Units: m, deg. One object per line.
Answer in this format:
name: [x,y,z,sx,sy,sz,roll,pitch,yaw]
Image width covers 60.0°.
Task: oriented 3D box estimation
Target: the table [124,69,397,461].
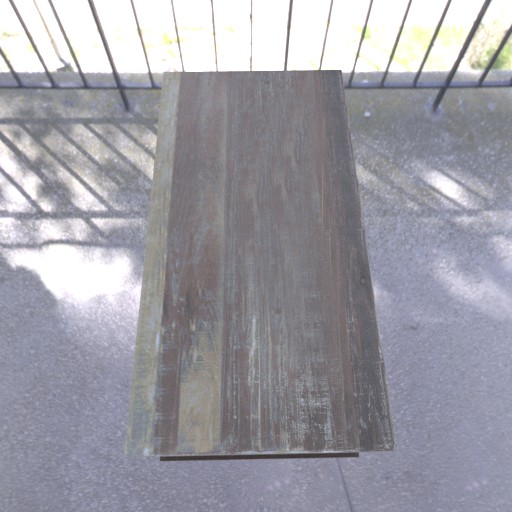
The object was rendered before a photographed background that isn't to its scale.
table: [0.000,0.000,1.317,0.554,0.399,1.088,-1,64,0]
